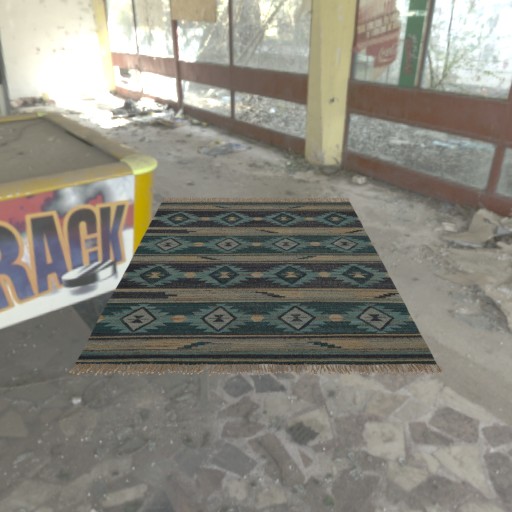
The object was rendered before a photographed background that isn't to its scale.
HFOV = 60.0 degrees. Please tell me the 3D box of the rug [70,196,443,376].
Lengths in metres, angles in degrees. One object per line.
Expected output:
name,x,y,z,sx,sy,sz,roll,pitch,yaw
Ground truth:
rug,0.000,0.000,4.303,2.418,0.047,3.307,0,27,0
